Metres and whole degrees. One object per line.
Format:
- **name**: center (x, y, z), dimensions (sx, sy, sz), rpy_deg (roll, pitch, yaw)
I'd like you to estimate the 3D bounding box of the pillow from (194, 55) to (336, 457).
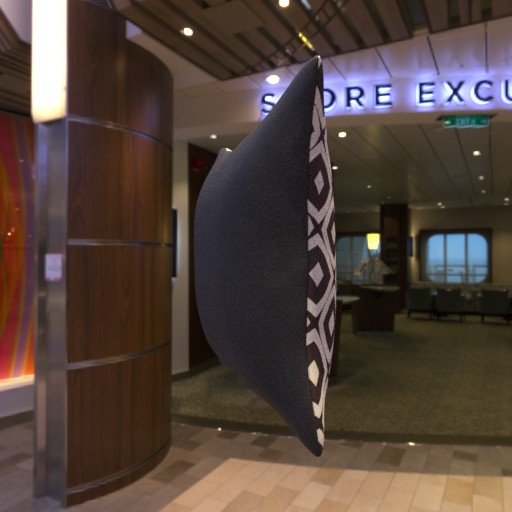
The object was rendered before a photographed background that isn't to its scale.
- **pillow**: center (0.000, 0.000, 0.780), dimensions (0.188, 0.494, 0.504), rpy_deg (0, 0, -18)
